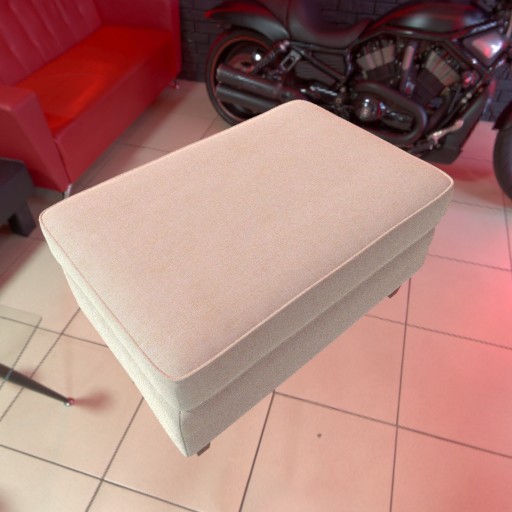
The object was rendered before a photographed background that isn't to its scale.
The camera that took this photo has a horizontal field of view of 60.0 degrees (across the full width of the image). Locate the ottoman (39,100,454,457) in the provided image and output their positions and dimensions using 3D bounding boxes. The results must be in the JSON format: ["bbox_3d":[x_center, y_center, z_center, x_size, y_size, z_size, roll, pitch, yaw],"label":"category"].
[{"bbox_3d":[0.000,0.000,1.193,0.862,0.484,0.583,-32,54,-27],"label":"ottoman"}]
